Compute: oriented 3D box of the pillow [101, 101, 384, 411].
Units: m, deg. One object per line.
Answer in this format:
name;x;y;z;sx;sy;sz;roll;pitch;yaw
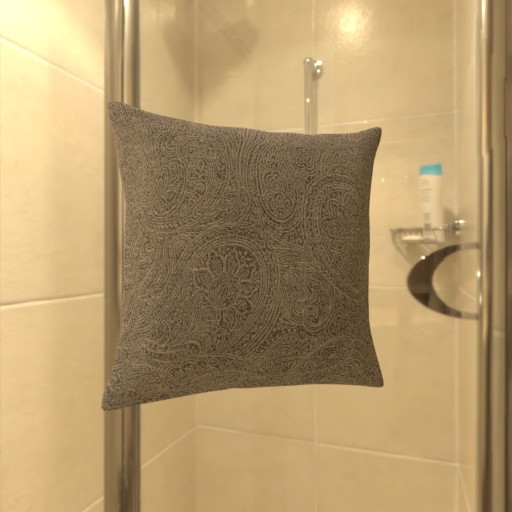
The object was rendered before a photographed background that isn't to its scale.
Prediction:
pillow;0.000;0.000;0.795;0.523;0.510;0.166;0;0;-17
